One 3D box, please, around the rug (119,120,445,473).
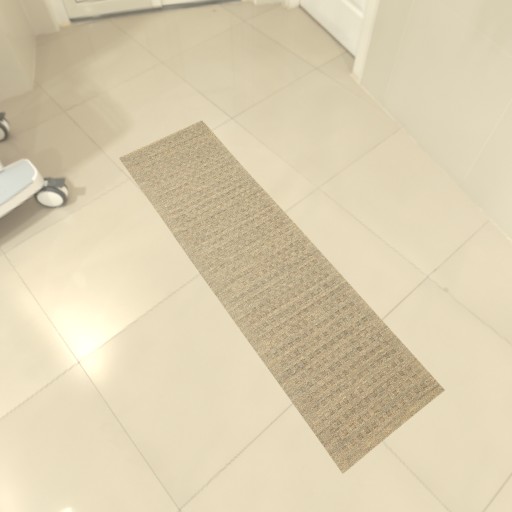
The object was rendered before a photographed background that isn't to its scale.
[{"bbox_3d":[0.000,0.000,2.705,0.688,0.005,2.437,-30,63,-17],"label":"rug"}]
